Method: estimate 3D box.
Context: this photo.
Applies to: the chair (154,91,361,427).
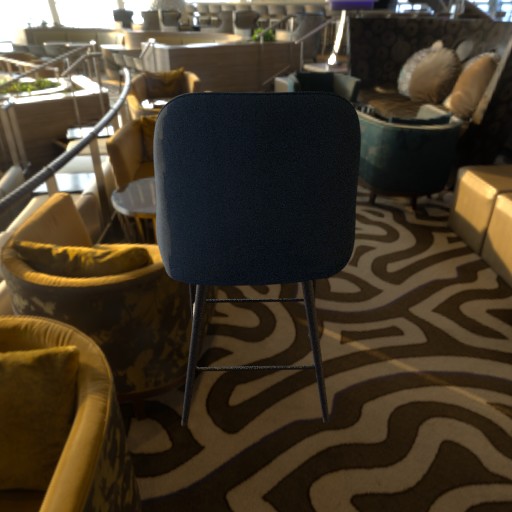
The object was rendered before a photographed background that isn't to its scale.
[{"bbox_3d":[0.000,0.000,1.207,0.526,0.927,0.489,-1,30,-1],"label":"chair"}]
